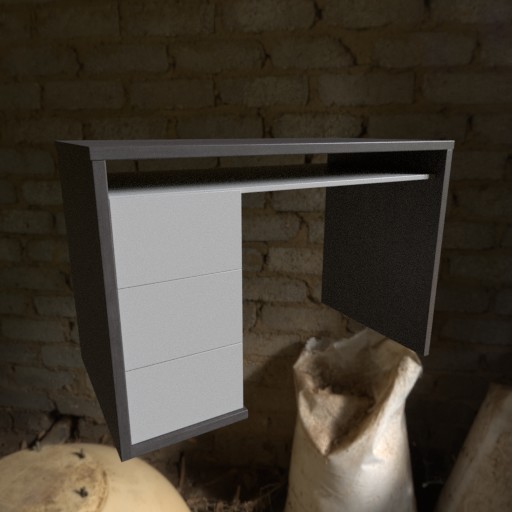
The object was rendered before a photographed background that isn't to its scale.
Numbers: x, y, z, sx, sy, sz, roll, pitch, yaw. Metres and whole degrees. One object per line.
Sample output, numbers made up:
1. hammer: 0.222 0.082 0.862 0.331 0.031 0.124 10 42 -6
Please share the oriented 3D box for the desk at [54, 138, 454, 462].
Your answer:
1. desk: 0.000 0.000 1.489 1.100 0.750 0.600 -9 18 -28
